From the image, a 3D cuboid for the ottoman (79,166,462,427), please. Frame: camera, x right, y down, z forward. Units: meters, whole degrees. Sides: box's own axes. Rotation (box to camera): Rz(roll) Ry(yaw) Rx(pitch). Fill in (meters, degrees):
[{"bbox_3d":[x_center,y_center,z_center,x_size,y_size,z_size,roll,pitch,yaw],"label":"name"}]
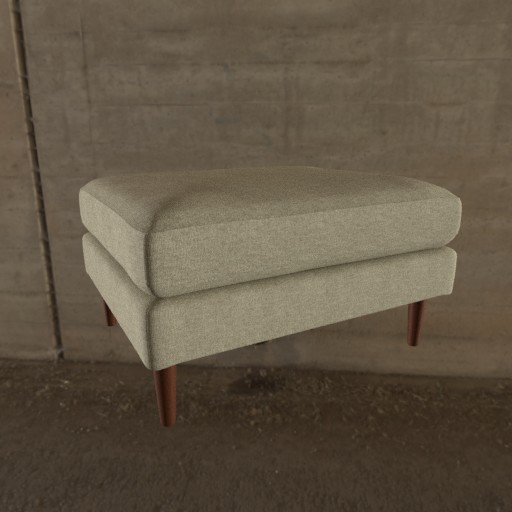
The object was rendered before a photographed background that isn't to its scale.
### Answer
[{"bbox_3d":[0.000,0.000,1.240,0.821,0.474,0.693,-9,18,-28],"label":"ottoman"}]
